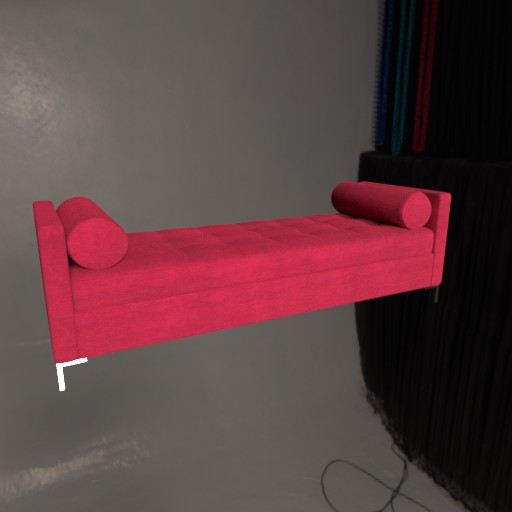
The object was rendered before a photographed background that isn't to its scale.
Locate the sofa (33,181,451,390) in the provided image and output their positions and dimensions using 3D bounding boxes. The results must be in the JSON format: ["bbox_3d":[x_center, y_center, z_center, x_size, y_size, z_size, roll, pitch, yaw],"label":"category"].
[{"bbox_3d":[0.000,0.000,2.271,1.981,0.635,0.686,-8,17,-26],"label":"sofa"}]
